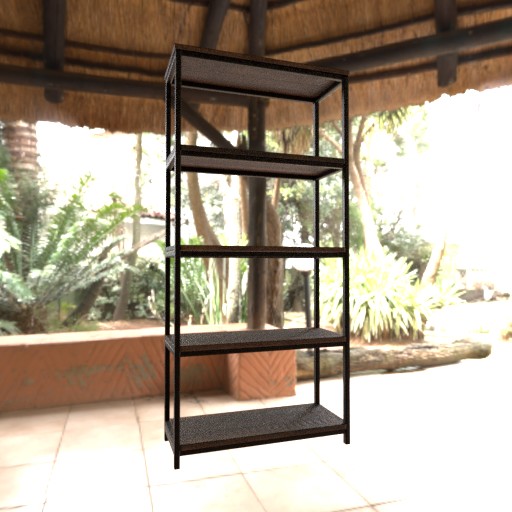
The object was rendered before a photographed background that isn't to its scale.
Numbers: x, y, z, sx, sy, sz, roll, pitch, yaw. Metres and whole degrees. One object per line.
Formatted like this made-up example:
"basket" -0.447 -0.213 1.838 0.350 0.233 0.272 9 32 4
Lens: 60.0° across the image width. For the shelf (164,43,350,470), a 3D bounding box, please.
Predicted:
"shelf" 0.000 0.000 2.240 0.874 1.860 0.359 0 -1 -19
